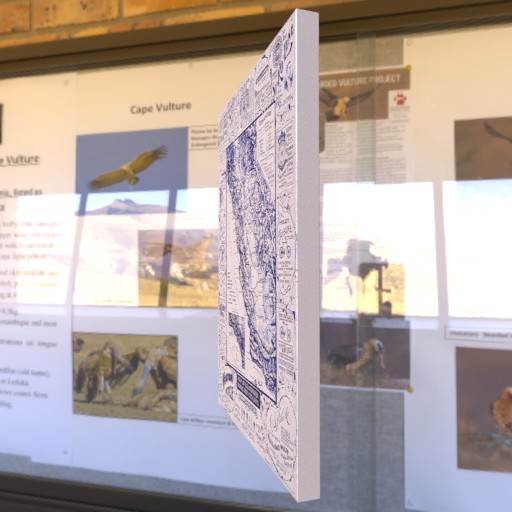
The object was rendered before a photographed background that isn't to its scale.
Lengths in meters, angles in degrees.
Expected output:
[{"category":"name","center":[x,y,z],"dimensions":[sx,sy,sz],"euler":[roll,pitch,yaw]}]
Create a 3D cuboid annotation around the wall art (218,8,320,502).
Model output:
[{"category":"wall art","center":[0.000,0.000,0.923],"dimensions":[0.039,0.753,0.511],"euler":[0,-1,-18]}]
